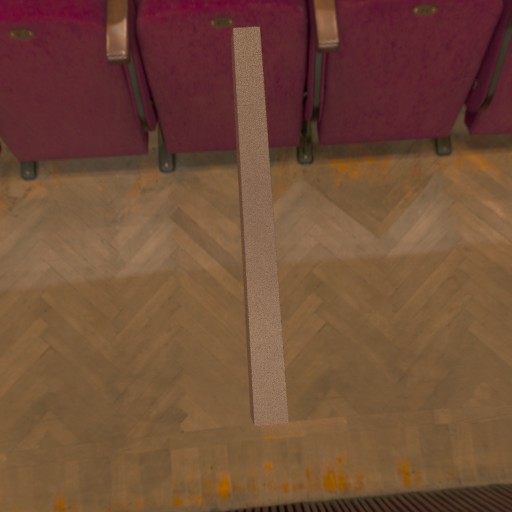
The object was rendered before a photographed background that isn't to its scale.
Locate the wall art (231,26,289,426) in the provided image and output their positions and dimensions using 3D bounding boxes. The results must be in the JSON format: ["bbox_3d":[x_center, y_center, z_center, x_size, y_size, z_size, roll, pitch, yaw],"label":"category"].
[{"bbox_3d":[0.000,0.000,0.536,0.028,0.349,0.349,-3,75,-1],"label":"wall art"}]
